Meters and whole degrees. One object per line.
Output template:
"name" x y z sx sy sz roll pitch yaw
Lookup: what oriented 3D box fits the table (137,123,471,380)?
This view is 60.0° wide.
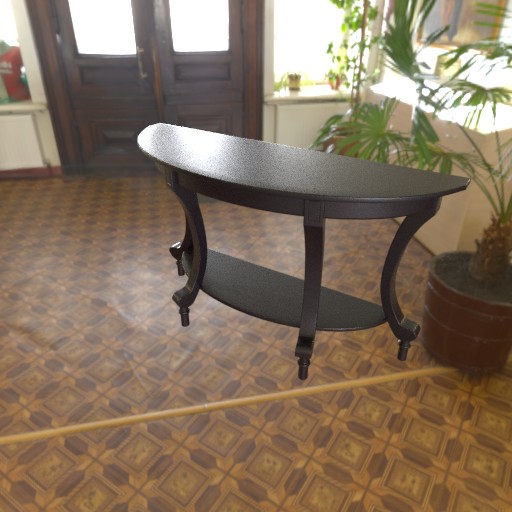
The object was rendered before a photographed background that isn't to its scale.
"table" 0.000 0.000 1.566 1.198 0.692 0.394 18 35 28
